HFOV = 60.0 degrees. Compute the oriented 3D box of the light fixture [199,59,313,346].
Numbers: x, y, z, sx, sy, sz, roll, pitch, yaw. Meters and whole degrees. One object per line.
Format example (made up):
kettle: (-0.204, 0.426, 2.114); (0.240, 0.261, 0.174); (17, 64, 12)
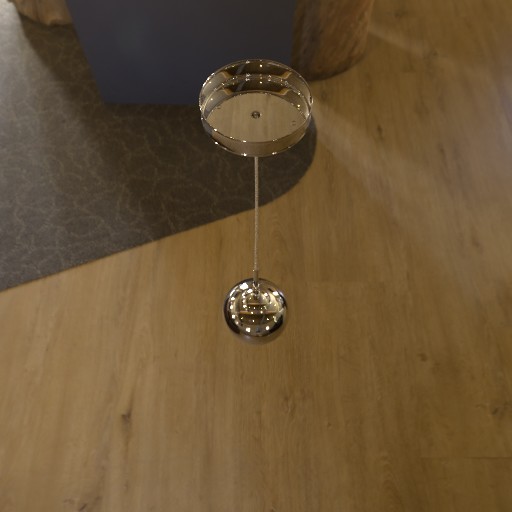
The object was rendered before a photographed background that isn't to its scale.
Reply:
light fixture: (0.000, 0.000, 1.659); (0.336, 1.538, 0.336); (15, 64, 7)
